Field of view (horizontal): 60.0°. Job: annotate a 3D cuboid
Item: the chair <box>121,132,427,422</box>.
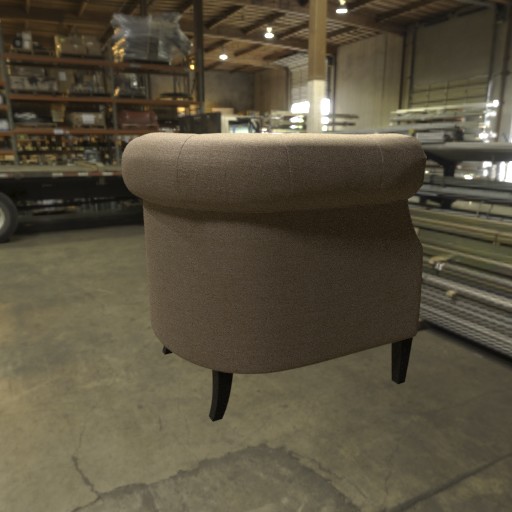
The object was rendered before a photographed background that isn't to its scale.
[{"bbox_3d":[0.000,0.000,1.553,0.852,0.827,0.905,-8,16,-27],"label":"chair"}]
